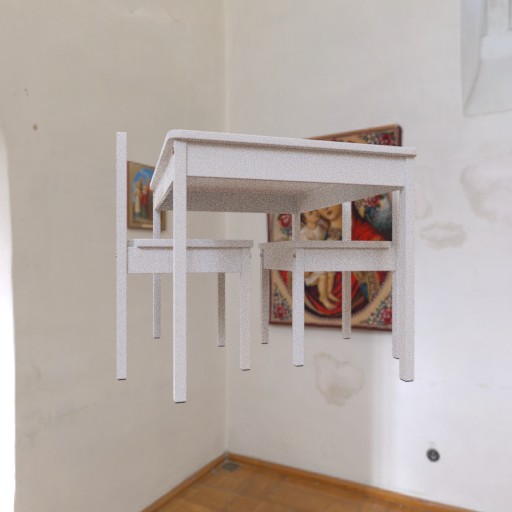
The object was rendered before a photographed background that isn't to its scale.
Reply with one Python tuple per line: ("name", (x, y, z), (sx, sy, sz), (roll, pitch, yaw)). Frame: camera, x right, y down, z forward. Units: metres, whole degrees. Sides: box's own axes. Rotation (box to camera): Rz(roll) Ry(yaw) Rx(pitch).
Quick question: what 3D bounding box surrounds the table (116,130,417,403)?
("table", (0.000, 0.000, 1.125), (0.672, 0.503, 0.650), (0, 0, -16))
